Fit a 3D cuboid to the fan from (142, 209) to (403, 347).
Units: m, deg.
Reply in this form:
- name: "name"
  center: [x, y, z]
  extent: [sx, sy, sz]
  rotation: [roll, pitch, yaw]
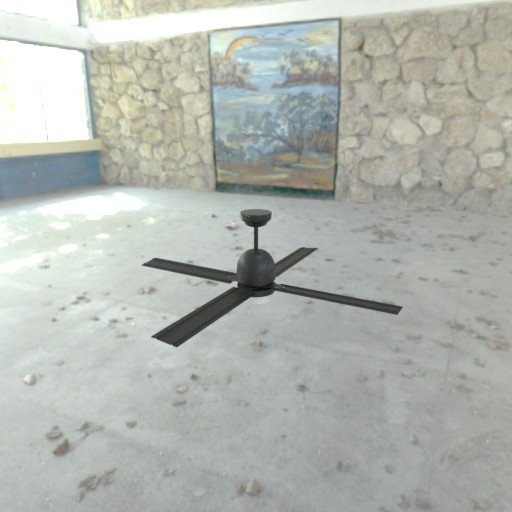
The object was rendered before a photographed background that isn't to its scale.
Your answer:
- name: "fan"
  center: [0.000, 0.000, 2.036]
  extent: [1.319, 0.410, 1.319]
  rotation: [9, 19, 26]
